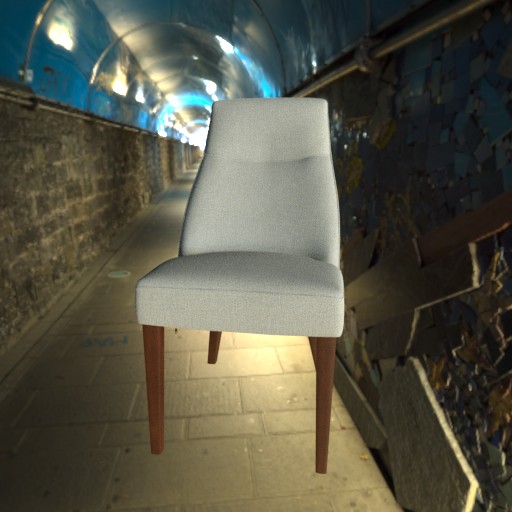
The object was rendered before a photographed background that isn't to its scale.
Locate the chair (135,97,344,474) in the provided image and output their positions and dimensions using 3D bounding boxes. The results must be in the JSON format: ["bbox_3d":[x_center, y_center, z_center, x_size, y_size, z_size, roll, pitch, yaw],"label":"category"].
[{"bbox_3d":[0.000,0.000,1.299,0.500,0.930,0.620,2,14,9],"label":"chair"}]
